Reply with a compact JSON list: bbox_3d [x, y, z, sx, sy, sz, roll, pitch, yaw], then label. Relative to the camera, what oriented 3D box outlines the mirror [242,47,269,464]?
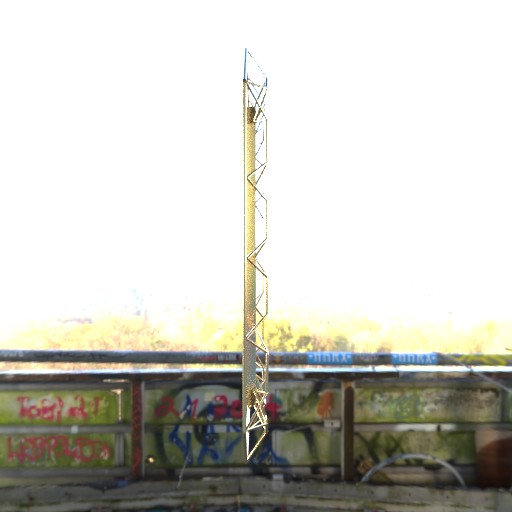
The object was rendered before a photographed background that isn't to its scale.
[{"bbox_3d":[0.000,0.000,1.084,0.051,0.870,0.572,0,1,0],"label":"mirror"}]
